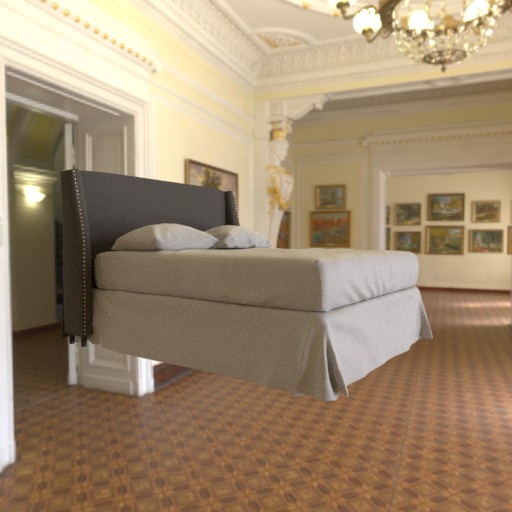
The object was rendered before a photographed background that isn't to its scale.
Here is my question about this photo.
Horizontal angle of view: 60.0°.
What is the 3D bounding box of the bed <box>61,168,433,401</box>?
[{"bbox_3d":[0.000,0.000,3.442,2.276,1.332,1.925,1,3,36],"label":"bed"}]
